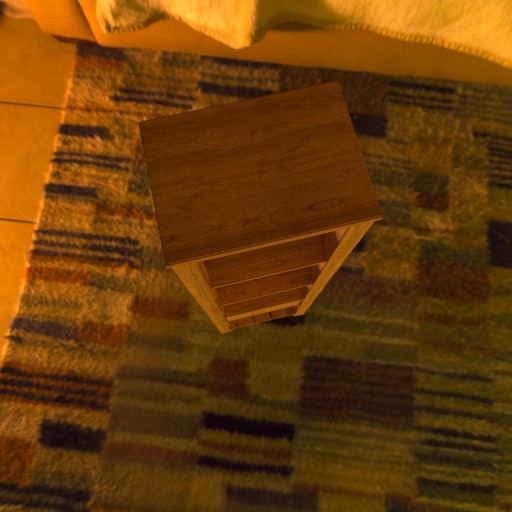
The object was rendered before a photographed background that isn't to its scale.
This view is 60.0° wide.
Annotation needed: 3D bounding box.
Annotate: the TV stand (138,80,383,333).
[{"bbox_3d":[0.000,0.000,2.049,0.565,1.828,0.435,-13,75,-4],"label":"TV stand"}]
